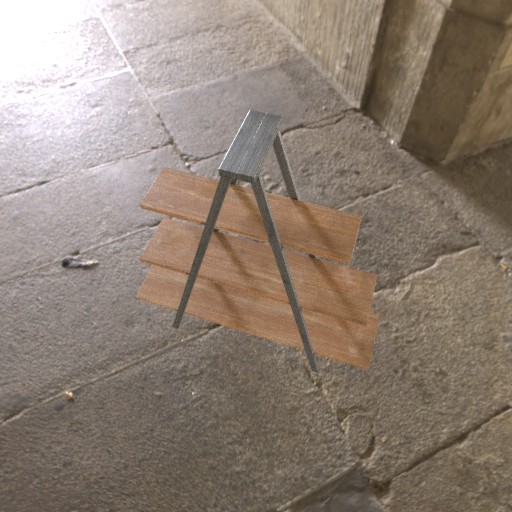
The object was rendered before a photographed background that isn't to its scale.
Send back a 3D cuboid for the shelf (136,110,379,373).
[{"bbox_3d":[0.000,0.000,2.713,1.746,1.808,0.508,15,57,10],"label":"shelf"}]
